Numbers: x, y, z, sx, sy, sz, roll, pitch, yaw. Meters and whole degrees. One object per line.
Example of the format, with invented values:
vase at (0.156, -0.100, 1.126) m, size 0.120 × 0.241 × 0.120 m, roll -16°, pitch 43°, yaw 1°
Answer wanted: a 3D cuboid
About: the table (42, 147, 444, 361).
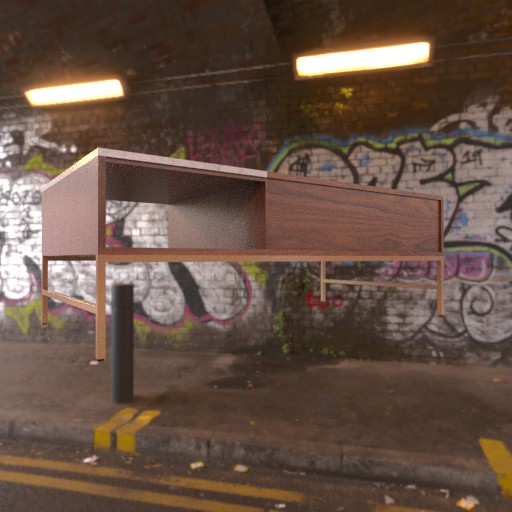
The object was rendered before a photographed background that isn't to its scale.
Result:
table at (0.000, 0.000, 1.909) m, size 1.553 × 0.551 × 0.789 m, roll 0°, pitch 0°, yaw -35°
